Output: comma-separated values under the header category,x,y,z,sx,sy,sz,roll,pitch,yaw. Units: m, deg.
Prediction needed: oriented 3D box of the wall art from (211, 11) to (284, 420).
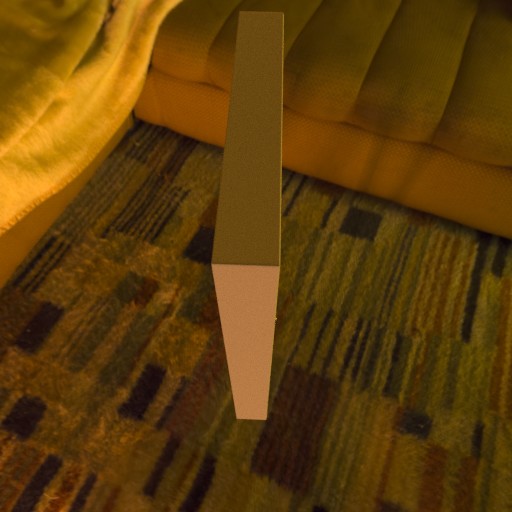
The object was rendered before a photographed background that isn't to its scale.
category,x,y,z,sx,sy,sz,roll,pitch,yaw
wall art,0.000,0.000,0.472,0.039,0.381,0.252,2,58,1
